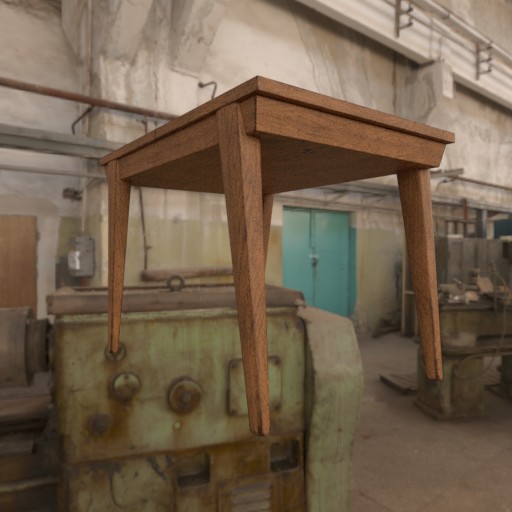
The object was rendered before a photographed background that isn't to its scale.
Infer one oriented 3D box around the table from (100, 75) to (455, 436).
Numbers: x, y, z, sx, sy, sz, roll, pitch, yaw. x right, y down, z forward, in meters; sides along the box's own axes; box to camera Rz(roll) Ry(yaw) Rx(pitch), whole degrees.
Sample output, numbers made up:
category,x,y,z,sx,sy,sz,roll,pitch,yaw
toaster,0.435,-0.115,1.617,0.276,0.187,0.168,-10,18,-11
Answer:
category,x,y,z,sx,sy,sz,roll,pitch,yaw
table,0.000,0.000,1.551,0.757,0.760,1.027,-1,1,-37
